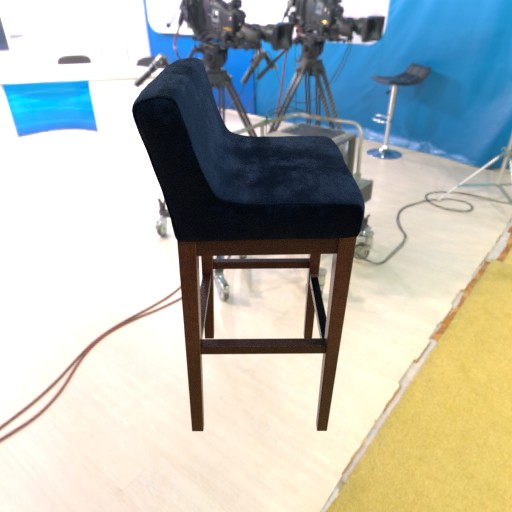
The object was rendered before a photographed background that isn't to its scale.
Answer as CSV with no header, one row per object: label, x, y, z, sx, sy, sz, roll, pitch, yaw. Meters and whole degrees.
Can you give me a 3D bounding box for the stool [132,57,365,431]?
stool,0.000,0.000,1.327,0.500,1.037,0.511,0,32,0
